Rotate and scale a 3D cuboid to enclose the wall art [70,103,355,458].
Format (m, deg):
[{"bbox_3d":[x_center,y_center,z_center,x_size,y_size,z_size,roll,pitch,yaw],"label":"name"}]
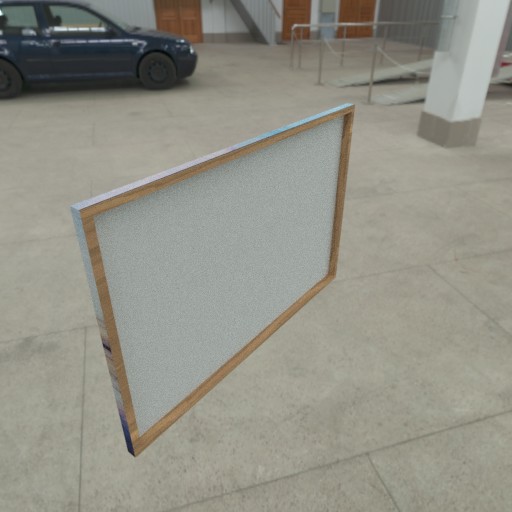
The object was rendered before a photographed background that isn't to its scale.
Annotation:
[{"bbox_3d":[0.000,0.000,0.759,0.018,0.402,0.604,22,37,32],"label":"wall art"}]
